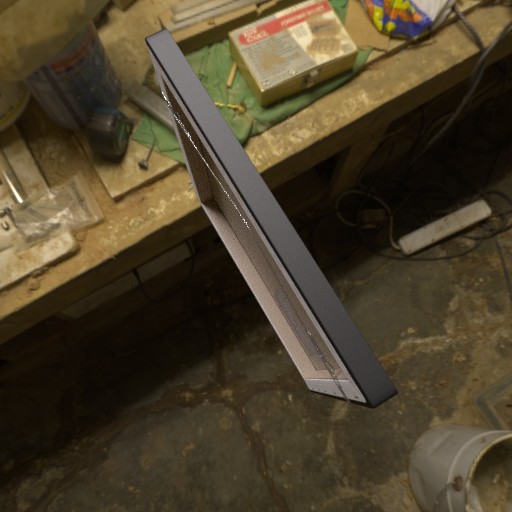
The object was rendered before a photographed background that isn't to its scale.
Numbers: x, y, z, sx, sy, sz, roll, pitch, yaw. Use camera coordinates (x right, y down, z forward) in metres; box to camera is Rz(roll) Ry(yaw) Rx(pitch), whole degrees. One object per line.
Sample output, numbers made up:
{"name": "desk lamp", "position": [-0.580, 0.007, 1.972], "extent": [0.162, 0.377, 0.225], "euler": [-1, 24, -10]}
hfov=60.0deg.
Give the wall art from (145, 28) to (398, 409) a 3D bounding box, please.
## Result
{"name": "wall art", "position": [0.000, 0.000, 0.888], "extent": [0.043, 0.611, 0.610], "euler": [-29, 77, -8]}
